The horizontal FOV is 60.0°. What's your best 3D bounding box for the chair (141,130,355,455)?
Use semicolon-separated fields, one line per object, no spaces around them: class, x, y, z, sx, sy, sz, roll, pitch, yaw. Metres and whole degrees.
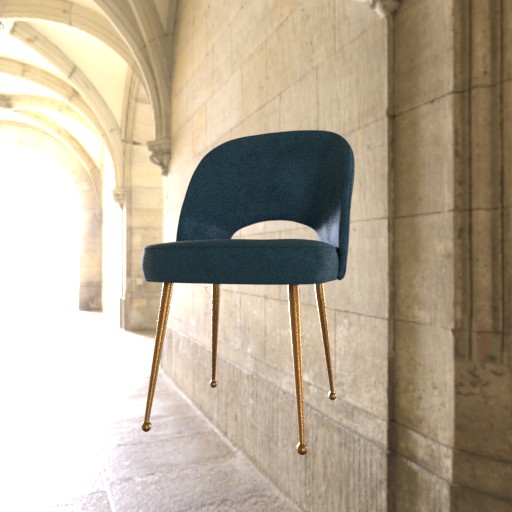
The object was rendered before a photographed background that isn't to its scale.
chair;0.000;0.000;1.258;0.527;0.860;0.577;0;0;19
